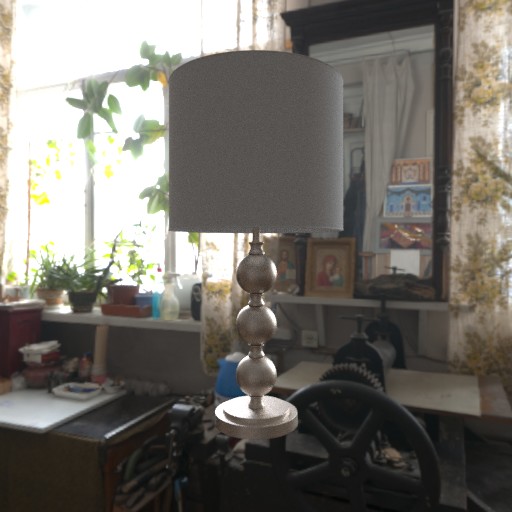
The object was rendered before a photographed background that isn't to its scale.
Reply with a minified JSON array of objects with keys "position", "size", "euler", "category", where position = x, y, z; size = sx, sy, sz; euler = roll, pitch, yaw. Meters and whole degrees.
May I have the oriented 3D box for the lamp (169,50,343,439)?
[{"position":[0.000,0.000,0.715],"size":[0.277,0.538,0.277],"euler":[0,1,-17],"category":"lamp"}]
